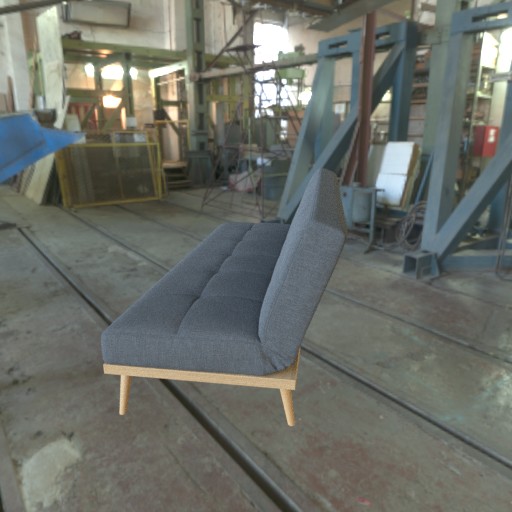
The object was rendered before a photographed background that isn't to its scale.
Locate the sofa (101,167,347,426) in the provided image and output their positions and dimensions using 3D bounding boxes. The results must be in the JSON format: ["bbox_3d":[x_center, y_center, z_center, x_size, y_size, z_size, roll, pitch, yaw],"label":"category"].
[{"bbox_3d":[0.000,0.000,2.287,0.820,0.770,1.820,2,16,8],"label":"sofa"}]
